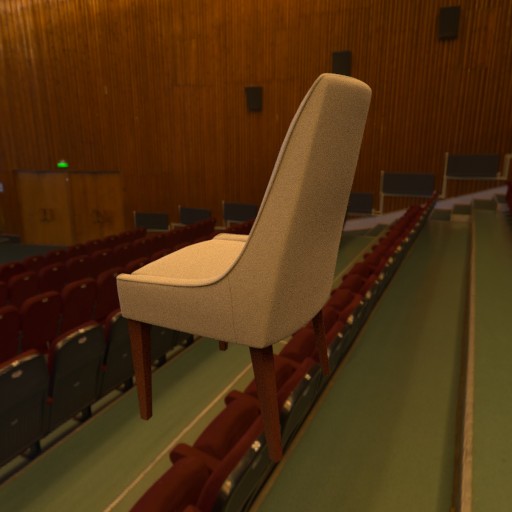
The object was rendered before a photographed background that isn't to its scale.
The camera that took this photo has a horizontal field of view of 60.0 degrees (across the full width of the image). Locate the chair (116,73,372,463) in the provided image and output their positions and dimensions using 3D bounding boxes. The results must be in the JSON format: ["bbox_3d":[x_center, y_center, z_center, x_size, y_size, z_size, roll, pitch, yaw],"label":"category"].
[{"bbox_3d":[0.000,0.000,1.193,0.544,0.861,0.529,7,17,24],"label":"chair"}]
